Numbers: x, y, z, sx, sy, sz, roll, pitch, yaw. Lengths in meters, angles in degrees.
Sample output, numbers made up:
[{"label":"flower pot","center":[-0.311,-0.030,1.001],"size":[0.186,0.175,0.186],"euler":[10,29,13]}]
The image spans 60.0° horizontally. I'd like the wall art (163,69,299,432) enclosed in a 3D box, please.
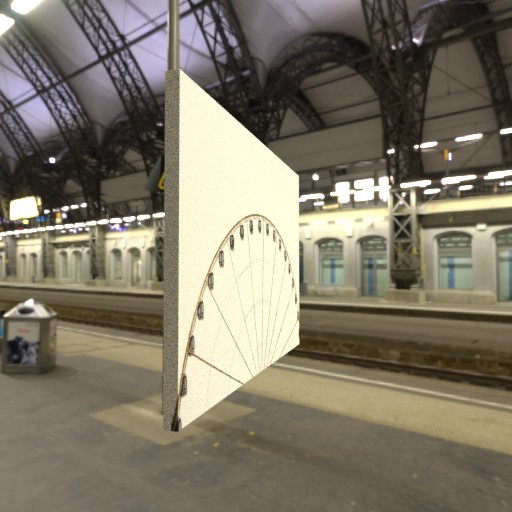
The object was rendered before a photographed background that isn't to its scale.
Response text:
[{"label":"wall art","center":[0.000,0.000,1.482],"size":[0.038,0.767,1.144],"euler":[-1,-2,18]}]
